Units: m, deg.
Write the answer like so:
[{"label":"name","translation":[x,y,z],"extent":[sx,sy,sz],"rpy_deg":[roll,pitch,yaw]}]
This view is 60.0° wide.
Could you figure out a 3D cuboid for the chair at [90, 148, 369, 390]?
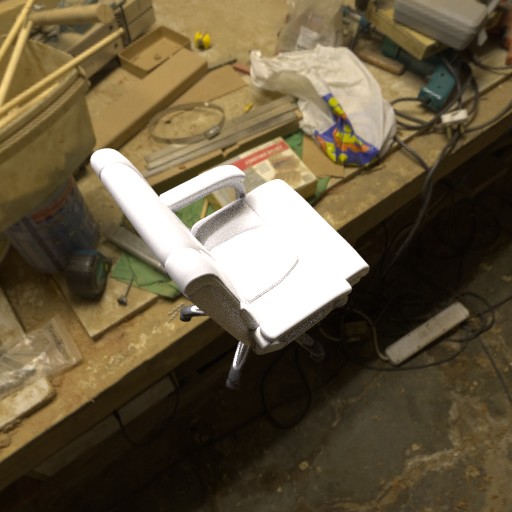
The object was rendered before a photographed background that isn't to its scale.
[{"label":"chair","translation":[0.000,0.000,1.598],"extent":[0.738,1.120,0.687],"rpy_deg":[-32,64,-18]}]
